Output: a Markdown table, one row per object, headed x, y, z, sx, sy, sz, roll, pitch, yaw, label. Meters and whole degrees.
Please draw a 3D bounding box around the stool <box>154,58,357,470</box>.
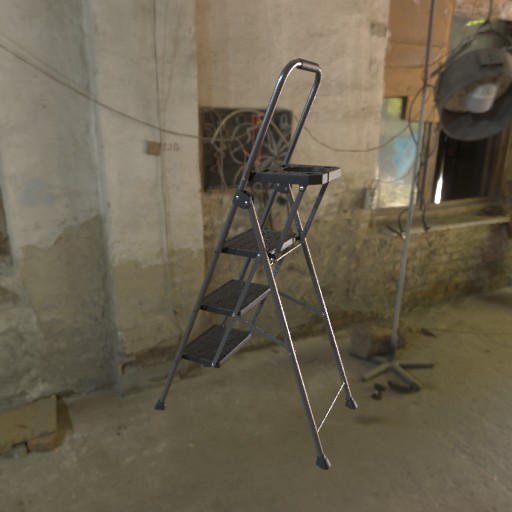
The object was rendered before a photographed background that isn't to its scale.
| x | y | z | sx | sy | sz | roll | pitch | yaw | label |
| --- | --- | --- | --- | --- | --- | --- | --- | --- | --- |
| 0.000 | 0.000 | 1.595 | 0.733 | 1.277 | 0.396 | 9 | 20 | 25 | stool |
